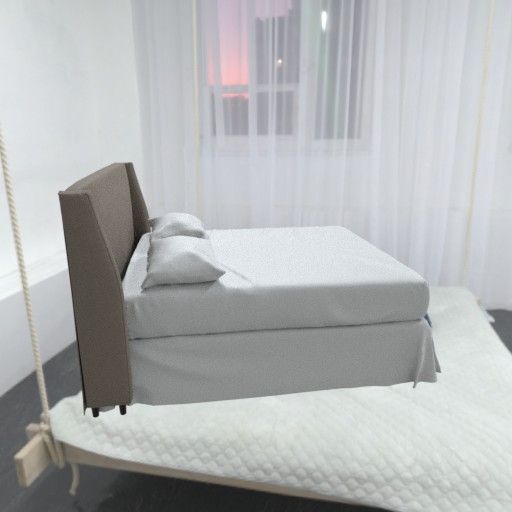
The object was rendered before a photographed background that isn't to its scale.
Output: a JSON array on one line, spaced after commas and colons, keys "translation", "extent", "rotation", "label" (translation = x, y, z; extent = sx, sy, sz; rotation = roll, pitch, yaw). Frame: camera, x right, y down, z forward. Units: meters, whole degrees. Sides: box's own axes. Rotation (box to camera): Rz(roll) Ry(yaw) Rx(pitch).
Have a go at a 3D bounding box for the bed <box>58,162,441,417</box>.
[{"translation": [0.000, 0.000, 3.404], "extent": [2.276, 1.332, 1.925], "rotation": [-2, 17, -8], "label": "bed"}]
